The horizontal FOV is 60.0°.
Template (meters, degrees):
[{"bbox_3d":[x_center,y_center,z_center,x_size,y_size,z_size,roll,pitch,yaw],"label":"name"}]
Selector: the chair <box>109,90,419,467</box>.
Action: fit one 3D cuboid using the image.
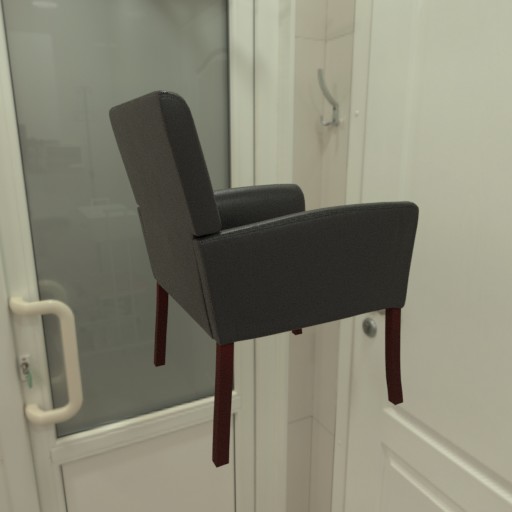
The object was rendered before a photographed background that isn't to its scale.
[{"bbox_3d":[0.000,0.000,1.471,0.772,0.951,0.683,-7,16,-26],"label":"chair"}]
